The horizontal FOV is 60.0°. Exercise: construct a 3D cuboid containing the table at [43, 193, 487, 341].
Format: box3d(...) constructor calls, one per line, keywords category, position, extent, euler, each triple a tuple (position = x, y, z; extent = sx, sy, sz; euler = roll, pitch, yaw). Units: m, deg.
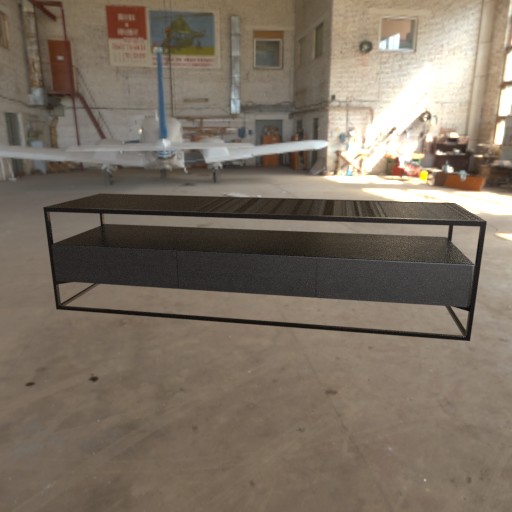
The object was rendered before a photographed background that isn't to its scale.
box3d(category="table", position=(0.000, 0.000, 1.702), extent=(1.486, 0.395, 0.399), euler=(3, 16, 10))
